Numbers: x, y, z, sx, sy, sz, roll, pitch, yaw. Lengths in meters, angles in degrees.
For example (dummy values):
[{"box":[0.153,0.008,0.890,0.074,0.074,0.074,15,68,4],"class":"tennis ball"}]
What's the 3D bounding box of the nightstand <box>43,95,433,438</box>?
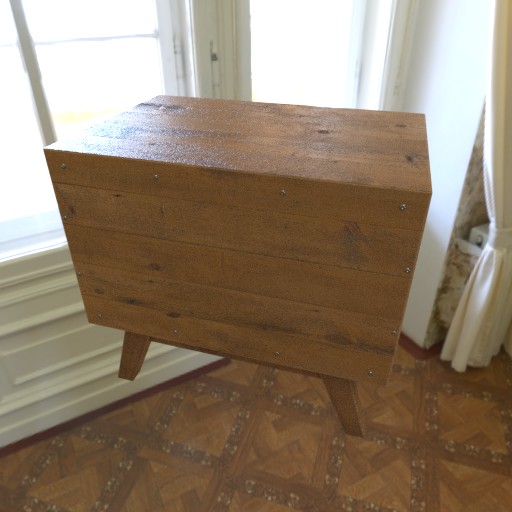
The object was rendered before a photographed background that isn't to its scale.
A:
[{"box":[0.000,0.000,1.040,0.650,0.599,0.450,9,33,14],"class":"nightstand"}]
